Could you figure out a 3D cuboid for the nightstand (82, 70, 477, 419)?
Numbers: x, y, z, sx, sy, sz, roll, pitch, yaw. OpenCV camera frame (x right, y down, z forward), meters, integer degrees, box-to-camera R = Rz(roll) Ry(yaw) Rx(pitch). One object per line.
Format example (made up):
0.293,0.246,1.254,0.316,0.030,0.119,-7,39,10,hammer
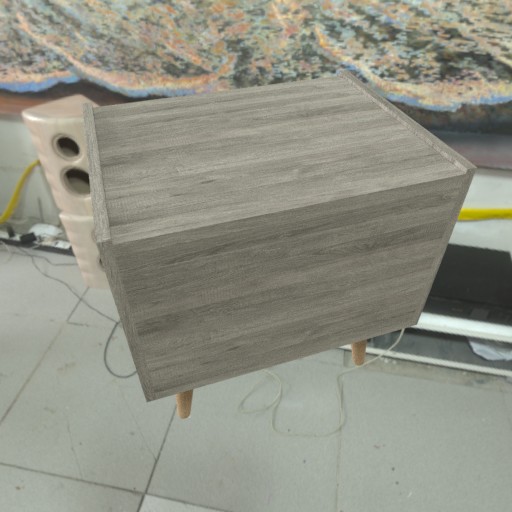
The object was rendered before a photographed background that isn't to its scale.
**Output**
0.000,0.000,0.822,0.480,0.500,0.380,-13,44,-14,nightstand
